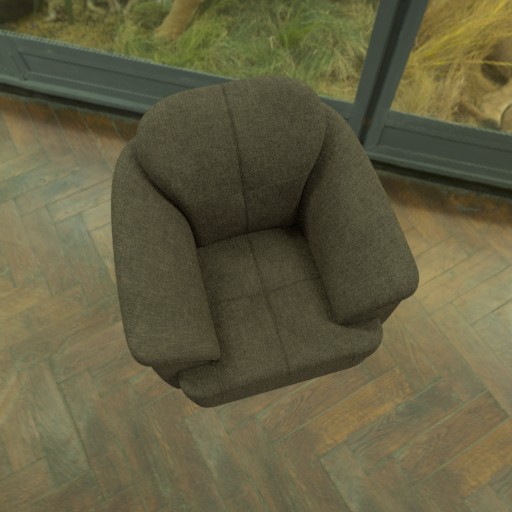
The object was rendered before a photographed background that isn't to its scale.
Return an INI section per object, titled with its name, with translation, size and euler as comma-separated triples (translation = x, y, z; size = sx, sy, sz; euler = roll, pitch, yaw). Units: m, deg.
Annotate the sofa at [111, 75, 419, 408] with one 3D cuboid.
[sofa]
translation = 0.000, 0.000, 1.491
size = 0.870, 0.811, 0.794
euler = -14, 64, -7
